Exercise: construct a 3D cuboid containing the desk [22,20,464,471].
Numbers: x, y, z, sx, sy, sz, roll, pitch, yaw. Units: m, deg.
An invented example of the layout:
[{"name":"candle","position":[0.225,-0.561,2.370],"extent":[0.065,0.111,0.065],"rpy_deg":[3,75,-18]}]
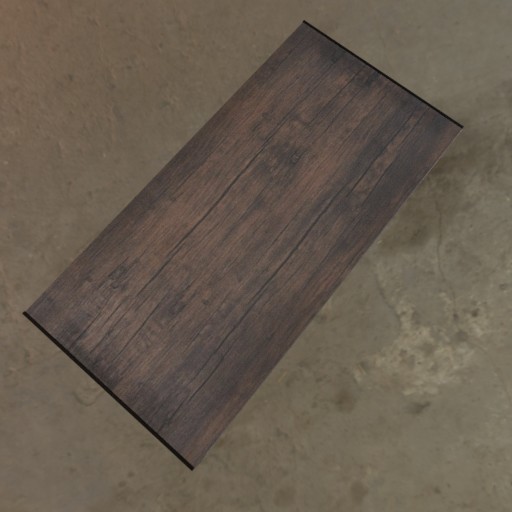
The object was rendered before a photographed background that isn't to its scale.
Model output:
[{"name":"desk","position":[0.000,0.000,1.401],"extent":[0.505,0.747,1.015],"rpy_deg":[39,78,9]}]
